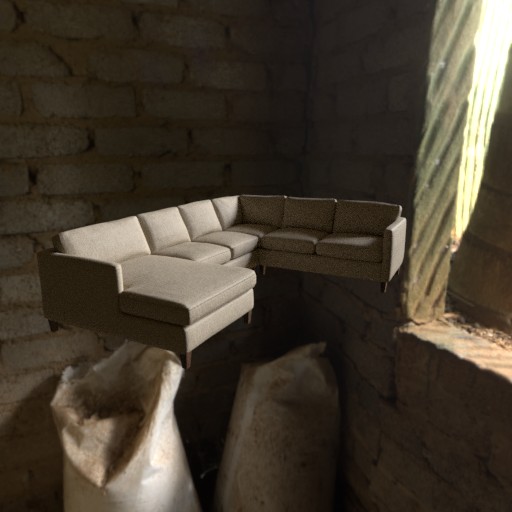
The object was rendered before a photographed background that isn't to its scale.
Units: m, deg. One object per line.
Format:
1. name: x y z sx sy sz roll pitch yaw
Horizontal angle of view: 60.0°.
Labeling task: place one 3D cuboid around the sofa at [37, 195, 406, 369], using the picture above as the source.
1. sofa: 0.000 0.000 4.802 2.593 0.959 3.460 7 16 27
